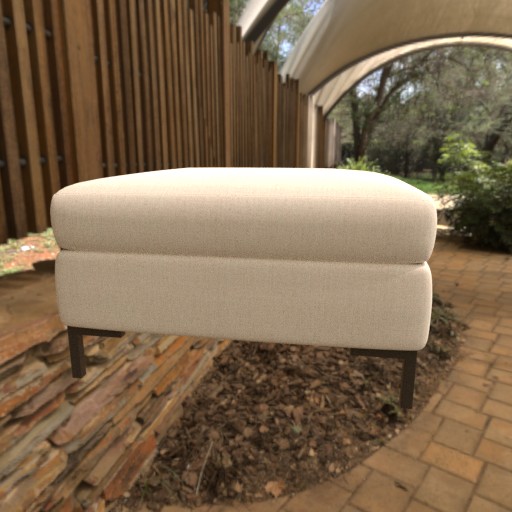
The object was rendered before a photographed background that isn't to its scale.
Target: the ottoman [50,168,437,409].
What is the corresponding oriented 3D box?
[{"bbox_3d":[0.000,0.000,1.185,0.794,0.453,0.657,2,14,9],"label":"ottoman"}]
